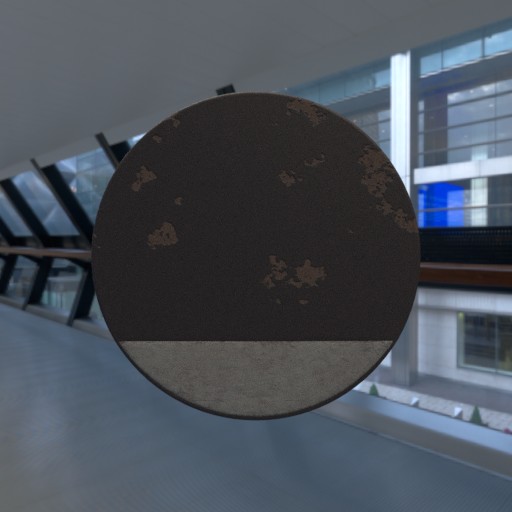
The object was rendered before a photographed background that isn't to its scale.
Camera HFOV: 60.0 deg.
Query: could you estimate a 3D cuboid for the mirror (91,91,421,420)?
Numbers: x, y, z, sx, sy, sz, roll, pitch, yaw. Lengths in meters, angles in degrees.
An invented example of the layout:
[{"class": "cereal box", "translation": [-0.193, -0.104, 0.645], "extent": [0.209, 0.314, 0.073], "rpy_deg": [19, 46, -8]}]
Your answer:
[{"class": "mirror", "translation": [0.000, 0.000, 0.578], "extent": [0.386, 0.386, 0.126], "rpy_deg": [0, 0, 0]}]
